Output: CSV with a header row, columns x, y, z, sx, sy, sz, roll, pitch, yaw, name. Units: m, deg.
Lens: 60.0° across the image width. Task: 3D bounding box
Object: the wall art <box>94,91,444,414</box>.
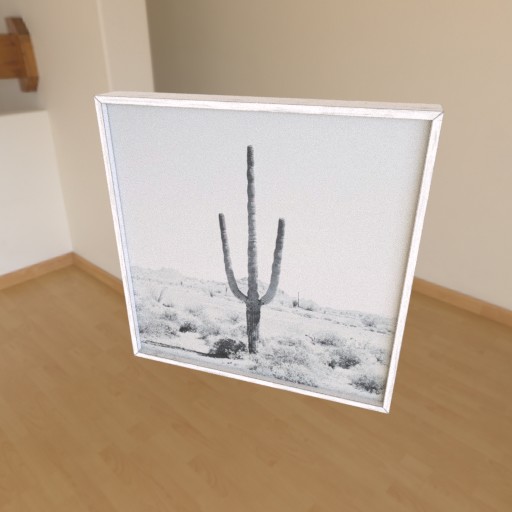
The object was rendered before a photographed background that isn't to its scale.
x,y,z,sx,sy,sz,roll,pitch,yaw,name
0.000,0.000,0.454,0.305,0.305,0.038,8,28,16,wall art
